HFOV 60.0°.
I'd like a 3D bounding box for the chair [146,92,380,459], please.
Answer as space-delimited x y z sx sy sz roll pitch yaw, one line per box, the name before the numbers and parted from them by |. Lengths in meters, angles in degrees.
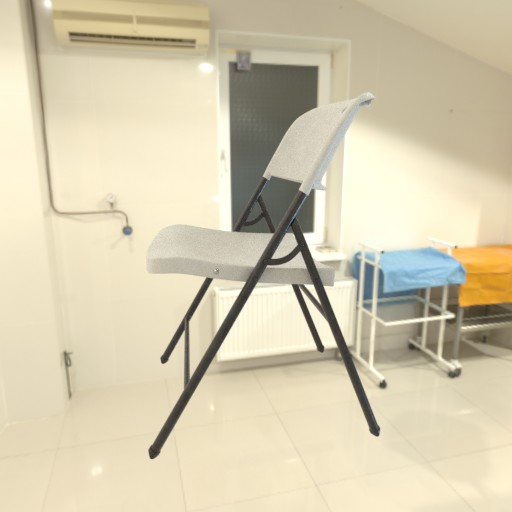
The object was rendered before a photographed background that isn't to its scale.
chair | 0.000 0.000 1.181 0.566 0.810 0.494 -2 14 -8
